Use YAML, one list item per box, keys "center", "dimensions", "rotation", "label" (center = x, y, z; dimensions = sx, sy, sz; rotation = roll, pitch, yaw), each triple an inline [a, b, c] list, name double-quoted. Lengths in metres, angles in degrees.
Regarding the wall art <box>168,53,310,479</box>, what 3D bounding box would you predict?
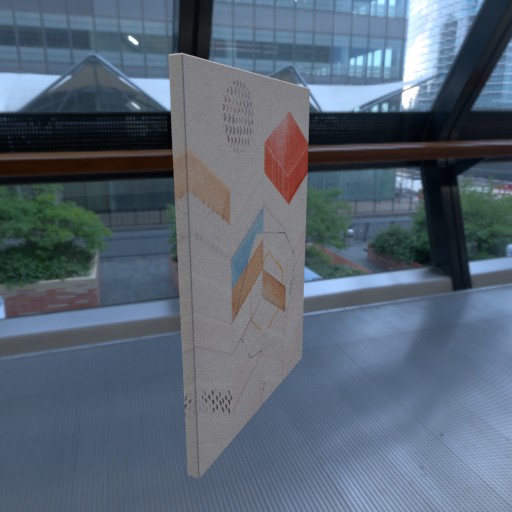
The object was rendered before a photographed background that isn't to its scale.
- center: [0.000, 0.000, 1.117]
  dimensions: [0.036, 0.848, 0.613]
  rotation: [7, 17, 26]
  label: "wall art"
